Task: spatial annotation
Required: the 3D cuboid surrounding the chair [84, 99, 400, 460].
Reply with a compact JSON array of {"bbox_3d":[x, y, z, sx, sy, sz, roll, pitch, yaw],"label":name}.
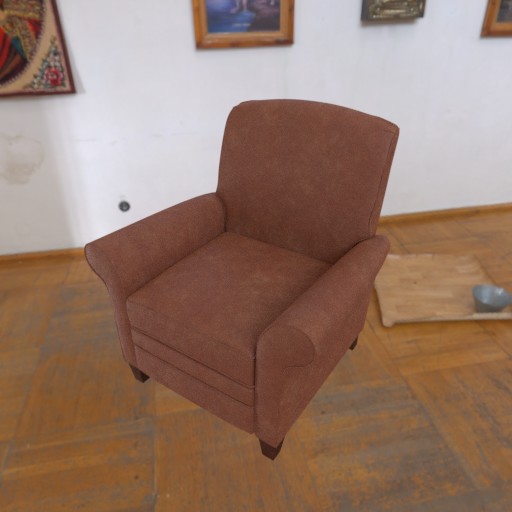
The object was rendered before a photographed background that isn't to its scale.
[{"bbox_3d":[0.000,0.000,1.773,0.978,1.061,0.902,19,35,29],"label":"chair"}]
